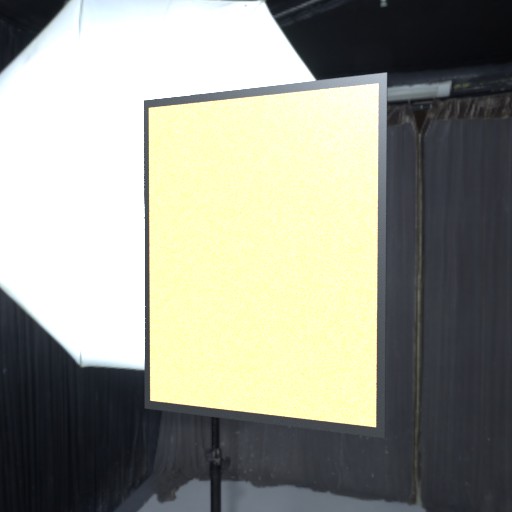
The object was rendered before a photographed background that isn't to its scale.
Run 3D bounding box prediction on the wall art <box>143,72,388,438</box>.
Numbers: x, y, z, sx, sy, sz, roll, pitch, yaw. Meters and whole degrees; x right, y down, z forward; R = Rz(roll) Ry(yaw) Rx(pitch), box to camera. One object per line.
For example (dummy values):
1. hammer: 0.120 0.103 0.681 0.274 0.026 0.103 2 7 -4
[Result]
1. wall art: 0.000 0.000 1.373 0.774 1.027 0.030 0 1 17
